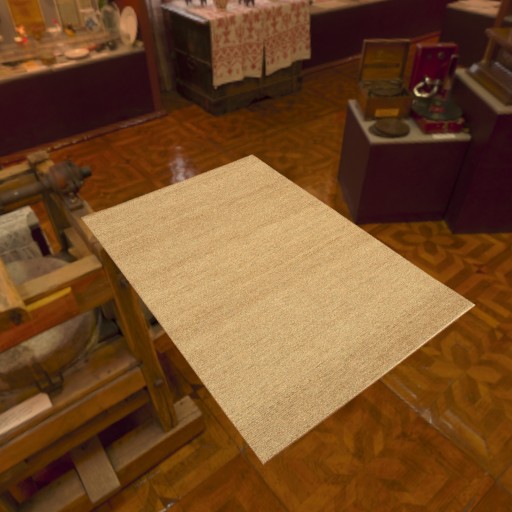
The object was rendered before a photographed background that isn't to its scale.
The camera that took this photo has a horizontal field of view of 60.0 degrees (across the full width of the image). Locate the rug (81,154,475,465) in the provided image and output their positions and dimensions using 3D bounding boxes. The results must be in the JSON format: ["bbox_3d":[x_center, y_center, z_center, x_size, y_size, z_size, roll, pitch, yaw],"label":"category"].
[{"bbox_3d":[0.000,0.000,2.987,1.596,0.030,2.283,-26,48,-26],"label":"rug"}]
